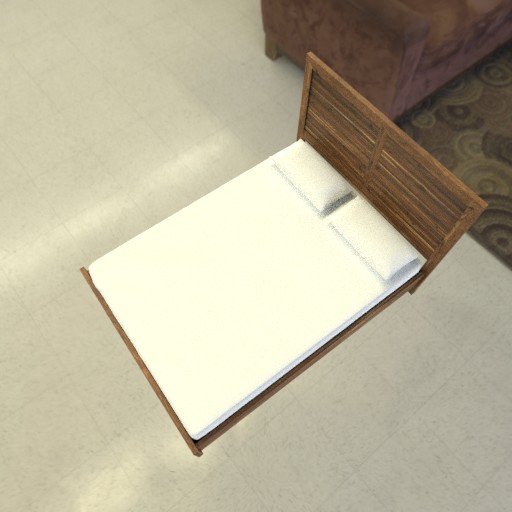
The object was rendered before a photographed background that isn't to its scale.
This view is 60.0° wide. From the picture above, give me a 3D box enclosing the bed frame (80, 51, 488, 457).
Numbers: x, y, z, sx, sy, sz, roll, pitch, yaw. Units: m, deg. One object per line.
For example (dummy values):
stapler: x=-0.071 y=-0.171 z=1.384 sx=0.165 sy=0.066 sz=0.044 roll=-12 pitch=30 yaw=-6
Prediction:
bed frame: x=0.000 y=0.000 z=3.334 sx=2.276 sy=1.417 sz=1.696 roll=-33 pitch=68 yaw=-16
